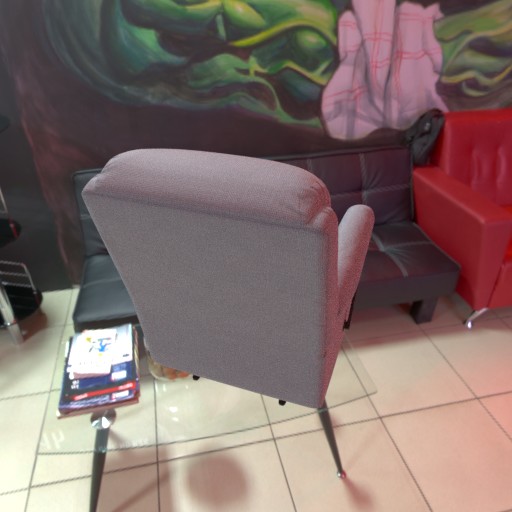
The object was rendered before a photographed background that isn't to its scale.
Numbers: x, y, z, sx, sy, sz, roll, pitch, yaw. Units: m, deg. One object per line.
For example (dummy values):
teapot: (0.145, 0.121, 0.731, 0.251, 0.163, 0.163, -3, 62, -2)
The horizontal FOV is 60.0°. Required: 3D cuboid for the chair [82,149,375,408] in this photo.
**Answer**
chair: (0.000, 0.000, 1.818, 0.838, 1.054, 1.014, 11, 33, 17)
